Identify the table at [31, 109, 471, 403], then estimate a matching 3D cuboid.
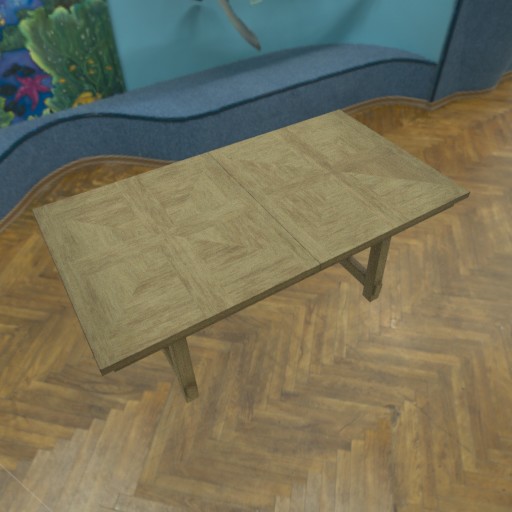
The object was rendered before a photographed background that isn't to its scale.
[{"bbox_3d":[0.000,0.000,2.425,1.881,0.768,1.016,-24,50,-22],"label":"table"}]
